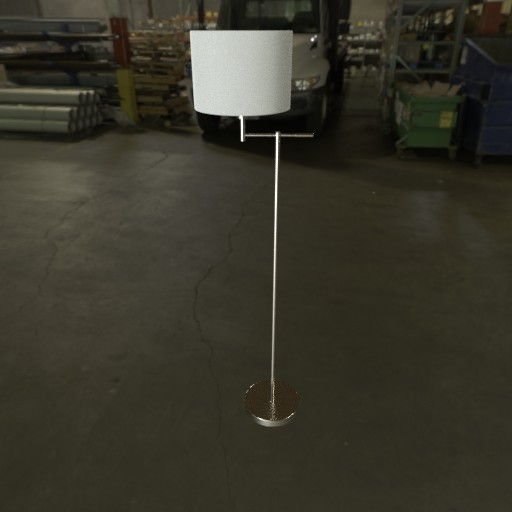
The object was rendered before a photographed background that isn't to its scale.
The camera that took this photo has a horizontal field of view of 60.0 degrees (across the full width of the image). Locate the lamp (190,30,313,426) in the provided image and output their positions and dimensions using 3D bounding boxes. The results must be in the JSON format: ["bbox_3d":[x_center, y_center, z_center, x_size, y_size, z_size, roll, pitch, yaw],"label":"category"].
[{"bbox_3d":[0.000,0.000,1.765,0.416,1.600,0.324,0,27,0],"label":"lamp"}]
